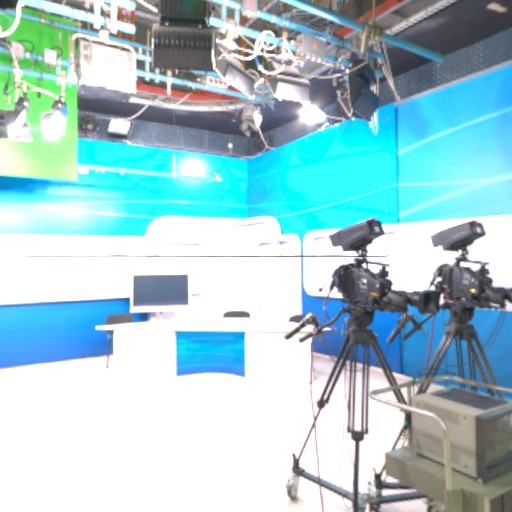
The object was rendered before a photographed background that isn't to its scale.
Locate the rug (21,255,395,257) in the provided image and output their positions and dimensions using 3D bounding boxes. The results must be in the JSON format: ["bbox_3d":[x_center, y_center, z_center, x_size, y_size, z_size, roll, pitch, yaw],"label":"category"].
[{"bbox_3d":[0.000,0.000,4.122,2.432,0.013,3.021,0,0,18],"label":"rug"}]
